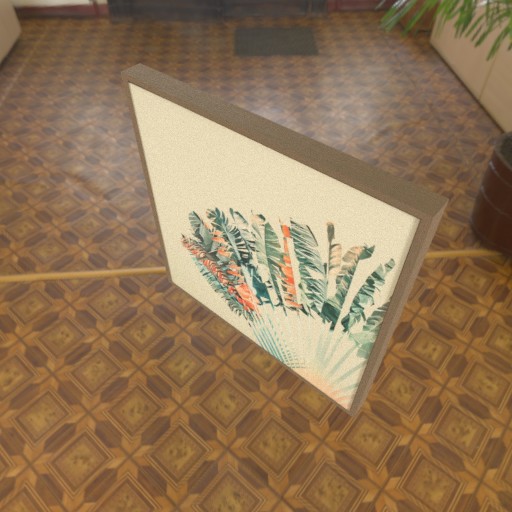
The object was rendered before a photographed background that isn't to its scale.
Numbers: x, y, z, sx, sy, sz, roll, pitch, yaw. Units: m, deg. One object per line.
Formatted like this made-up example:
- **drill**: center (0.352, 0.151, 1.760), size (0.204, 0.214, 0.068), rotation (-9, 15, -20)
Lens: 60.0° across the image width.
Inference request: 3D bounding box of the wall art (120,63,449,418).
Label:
- **wall art**: center (0.000, 0.000, 0.761), size (0.508, 0.506, 0.038), rotation (32, 55, 26)
